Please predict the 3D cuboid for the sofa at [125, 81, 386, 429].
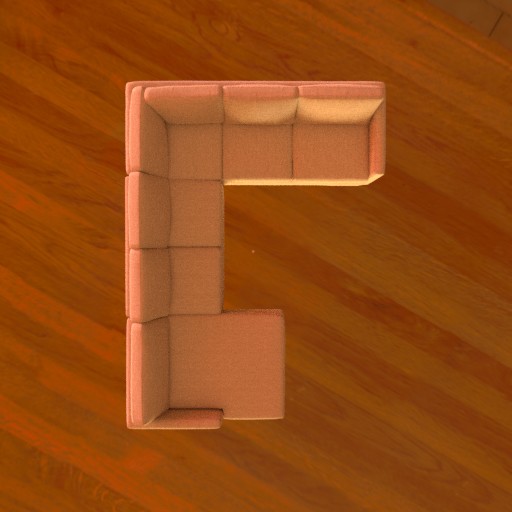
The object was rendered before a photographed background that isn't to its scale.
[{"bbox_3d":[0.000,0.000,4.624,2.594,0.961,3.460,0,91,0],"label":"sofa"}]
